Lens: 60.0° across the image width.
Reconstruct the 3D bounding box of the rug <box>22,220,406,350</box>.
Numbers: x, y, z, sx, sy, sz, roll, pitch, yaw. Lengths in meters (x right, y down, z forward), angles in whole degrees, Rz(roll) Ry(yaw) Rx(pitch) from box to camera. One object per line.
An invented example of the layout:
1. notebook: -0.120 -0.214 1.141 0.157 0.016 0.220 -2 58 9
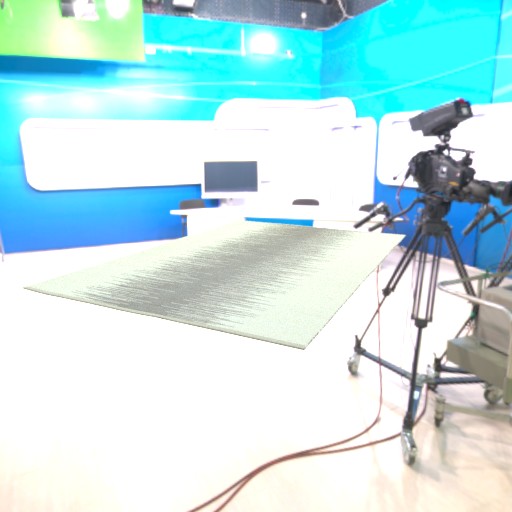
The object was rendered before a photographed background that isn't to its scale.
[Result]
1. rug: 0.000 0.000 2.314 1.226 0.007 1.815 7 16 26
